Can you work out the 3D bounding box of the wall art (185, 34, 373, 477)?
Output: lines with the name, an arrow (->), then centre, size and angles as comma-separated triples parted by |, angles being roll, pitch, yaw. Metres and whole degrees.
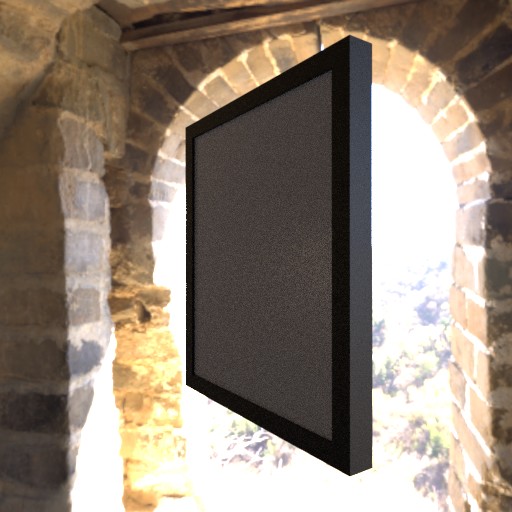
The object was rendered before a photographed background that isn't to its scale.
wall art -> 0.000, 0.000, 0.526 | 0.029, 0.381, 0.330 | 0, 0, -34
